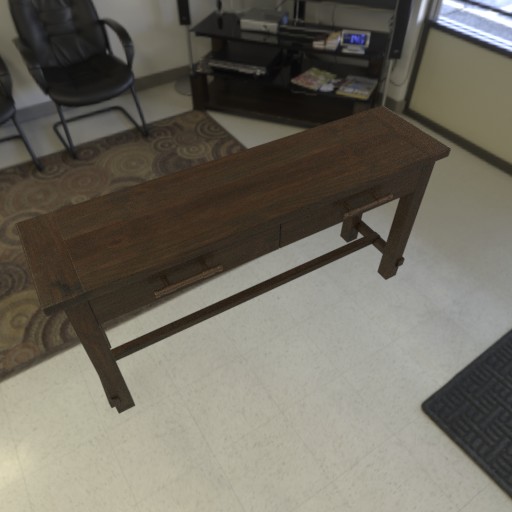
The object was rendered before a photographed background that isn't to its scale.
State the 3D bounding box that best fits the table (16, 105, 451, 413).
[{"bbox_3d":[0.000,0.000,1.895,1.599,0.762,0.442,-23,50,-20],"label":"table"}]
